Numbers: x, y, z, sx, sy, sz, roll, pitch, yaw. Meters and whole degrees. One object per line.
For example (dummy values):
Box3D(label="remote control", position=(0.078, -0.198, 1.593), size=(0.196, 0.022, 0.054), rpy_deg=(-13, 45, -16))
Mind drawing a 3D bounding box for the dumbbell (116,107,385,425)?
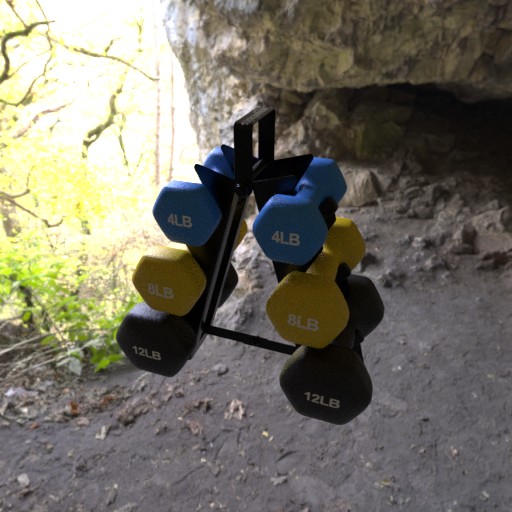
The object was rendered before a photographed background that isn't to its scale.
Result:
Box3D(label="dumbbell", position=(0.000, 0.000, 0.683), size=(0.409, 0.426, 0.255), rpy_deg=(10, 33, 17))
